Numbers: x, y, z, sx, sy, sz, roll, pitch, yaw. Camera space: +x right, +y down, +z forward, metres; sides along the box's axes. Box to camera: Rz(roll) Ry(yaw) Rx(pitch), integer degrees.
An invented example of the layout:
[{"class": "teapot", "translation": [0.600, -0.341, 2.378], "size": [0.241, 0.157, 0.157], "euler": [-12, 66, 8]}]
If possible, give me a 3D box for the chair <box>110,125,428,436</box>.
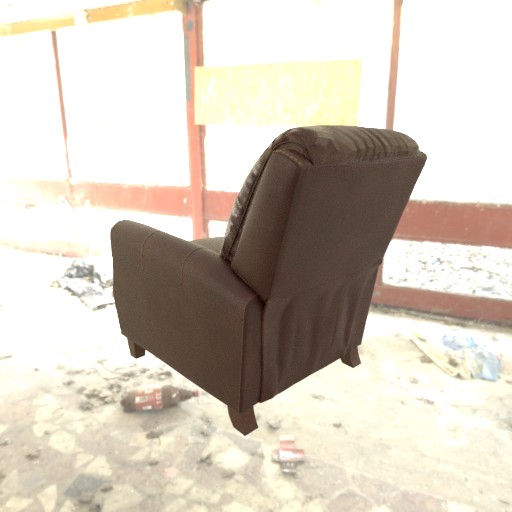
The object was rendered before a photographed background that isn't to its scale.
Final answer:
[{"class": "chair", "translation": [0.000, 0.000, 1.832], "size": [0.826, 1.022, 1.089], "euler": [-14, 21, -42]}]
